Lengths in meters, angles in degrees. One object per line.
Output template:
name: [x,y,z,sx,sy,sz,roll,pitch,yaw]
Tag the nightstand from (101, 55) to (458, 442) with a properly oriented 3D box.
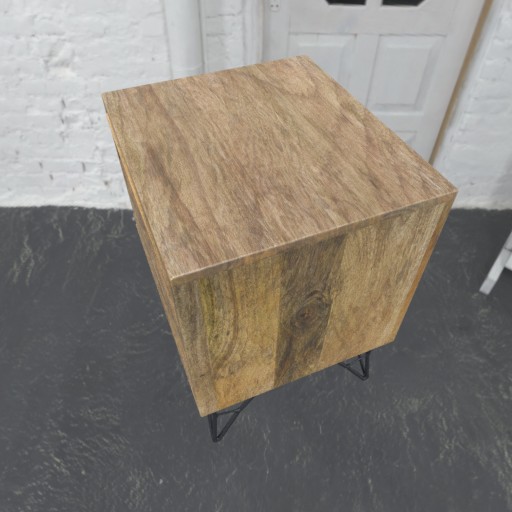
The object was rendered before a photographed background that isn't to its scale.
nightstand: [0.000,0.000,0.894,0.406,0.559,0.457,-17,50,-15]
